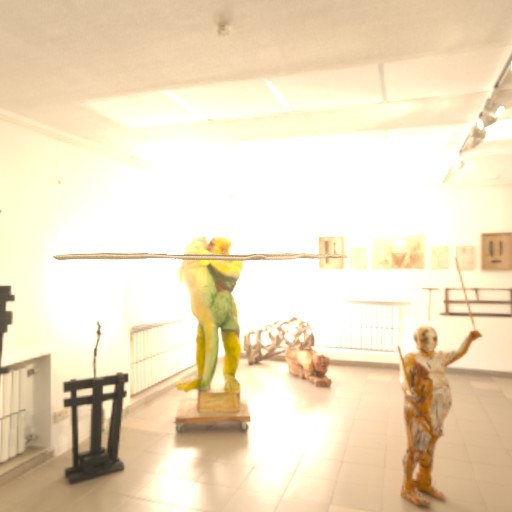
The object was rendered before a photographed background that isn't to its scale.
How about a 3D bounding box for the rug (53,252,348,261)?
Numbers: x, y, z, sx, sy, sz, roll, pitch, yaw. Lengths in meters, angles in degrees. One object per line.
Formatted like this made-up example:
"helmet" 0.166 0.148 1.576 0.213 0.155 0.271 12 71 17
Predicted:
"rug" 0.000 0.000 2.651 0.831 0.036 2.381 0 0 18
